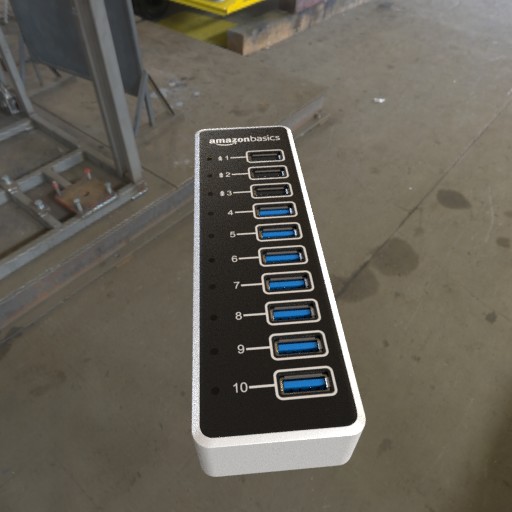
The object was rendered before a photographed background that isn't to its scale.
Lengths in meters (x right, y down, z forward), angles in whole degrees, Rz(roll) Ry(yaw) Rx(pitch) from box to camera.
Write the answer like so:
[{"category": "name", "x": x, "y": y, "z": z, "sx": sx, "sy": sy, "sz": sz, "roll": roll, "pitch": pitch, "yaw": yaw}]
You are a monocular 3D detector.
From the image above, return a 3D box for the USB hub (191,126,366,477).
[{"category": "USB hub", "x": 0.000, "y": 0.000, "z": 0.166, "sx": 0.044, "sy": 0.023, "sz": 0.145, "roll": -4, "pitch": 47, "yaw": -3}]
